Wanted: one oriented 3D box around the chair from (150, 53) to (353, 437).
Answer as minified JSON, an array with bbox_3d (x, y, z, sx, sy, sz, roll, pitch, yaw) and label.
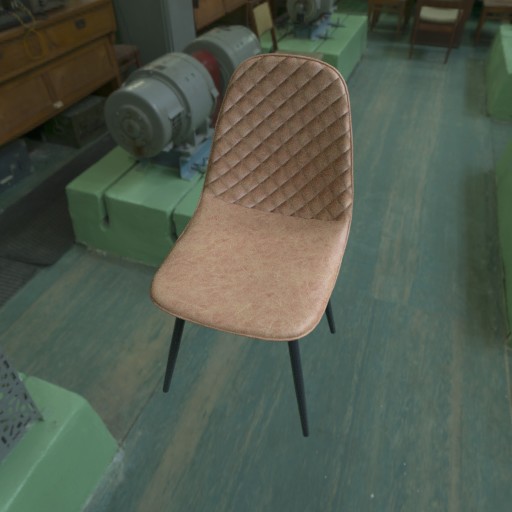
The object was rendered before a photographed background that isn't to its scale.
[{"bbox_3d":[0.000,0.000,1.206,0.472,0.889,0.561,12,42,14],"label":"chair"}]
